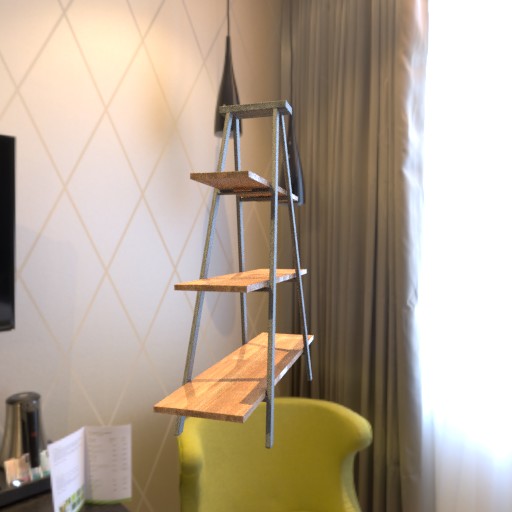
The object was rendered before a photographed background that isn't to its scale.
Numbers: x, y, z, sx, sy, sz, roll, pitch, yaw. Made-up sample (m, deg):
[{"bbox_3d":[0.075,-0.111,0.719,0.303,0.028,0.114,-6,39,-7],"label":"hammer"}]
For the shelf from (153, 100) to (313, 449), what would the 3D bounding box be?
[{"bbox_3d":[0.000,0.000,2.730,0.508,1.808,1.746,0,1,17],"label":"shelf"}]
